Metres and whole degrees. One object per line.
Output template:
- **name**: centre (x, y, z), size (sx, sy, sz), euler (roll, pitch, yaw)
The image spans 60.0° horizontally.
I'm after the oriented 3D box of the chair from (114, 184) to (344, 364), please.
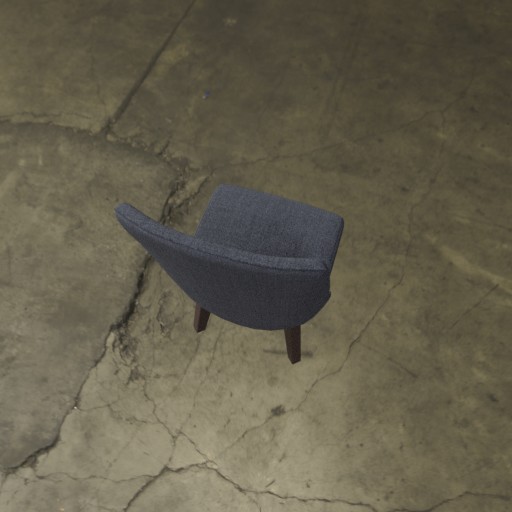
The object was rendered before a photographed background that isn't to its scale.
- **chair**: centre (0.000, 0.000, 1.375), size (0.510, 1.050, 0.577), euler (16, 64, 8)
